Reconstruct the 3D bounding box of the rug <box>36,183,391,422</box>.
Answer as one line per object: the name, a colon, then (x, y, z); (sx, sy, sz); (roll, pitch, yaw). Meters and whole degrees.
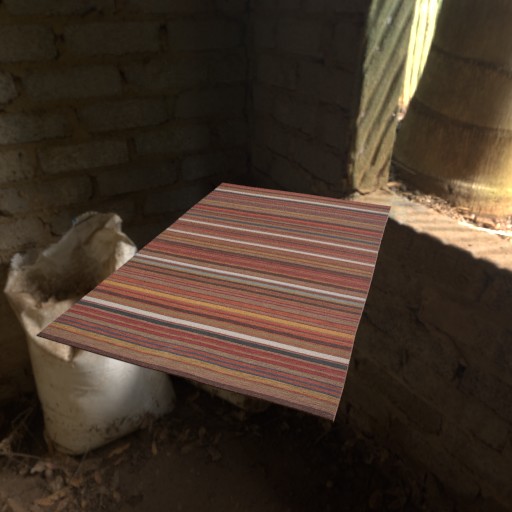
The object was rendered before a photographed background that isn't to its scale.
rug: (0.000, 0.000, 2.349); (1.217, 0.007, 1.828); (11, 32, 18)
